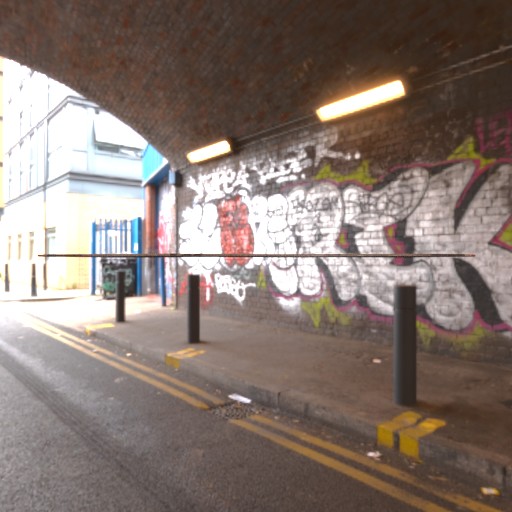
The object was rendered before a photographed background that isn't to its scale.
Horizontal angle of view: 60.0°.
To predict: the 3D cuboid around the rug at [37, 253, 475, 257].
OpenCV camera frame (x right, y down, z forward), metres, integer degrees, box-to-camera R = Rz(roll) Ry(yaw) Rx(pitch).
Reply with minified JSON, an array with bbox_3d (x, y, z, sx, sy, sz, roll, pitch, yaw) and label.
[{"bbox_3d":[0.000,0.000,3.058,2.446,0.017,1.530,0,0,0],"label":"rug"}]
